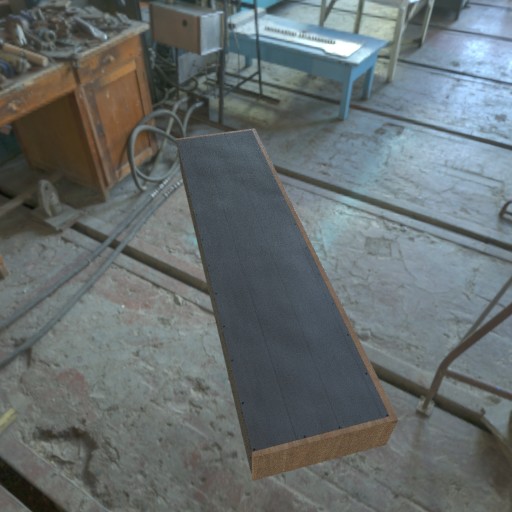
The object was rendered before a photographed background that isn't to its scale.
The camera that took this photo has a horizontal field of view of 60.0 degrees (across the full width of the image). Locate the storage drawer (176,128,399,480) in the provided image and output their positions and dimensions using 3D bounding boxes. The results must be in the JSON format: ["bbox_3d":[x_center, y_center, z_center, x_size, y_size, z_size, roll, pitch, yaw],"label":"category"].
[{"bbox_3d":[0.000,0.000,2.271,0.538,0.264,2.032,-10,46,-10],"label":"storage drawer"}]
